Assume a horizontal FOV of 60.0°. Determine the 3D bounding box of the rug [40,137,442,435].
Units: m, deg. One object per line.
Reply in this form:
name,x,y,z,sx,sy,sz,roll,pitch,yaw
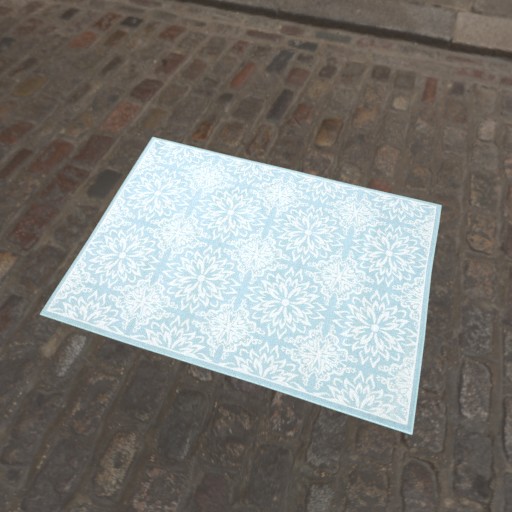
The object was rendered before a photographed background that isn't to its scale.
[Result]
rug,0.000,0.000,2.865,2.205,0.014,1.589,15,59,9
